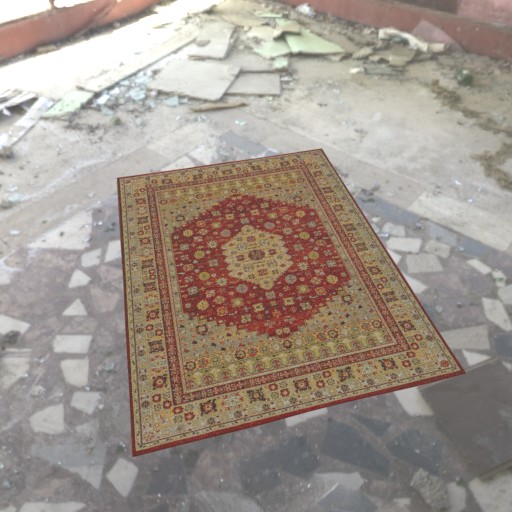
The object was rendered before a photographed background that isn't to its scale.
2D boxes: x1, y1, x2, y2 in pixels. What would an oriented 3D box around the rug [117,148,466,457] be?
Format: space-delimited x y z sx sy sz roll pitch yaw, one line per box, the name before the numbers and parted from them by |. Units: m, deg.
rug | 0.000 0.000 4.040 2.387 0.013 3.053 -10 47 -10
